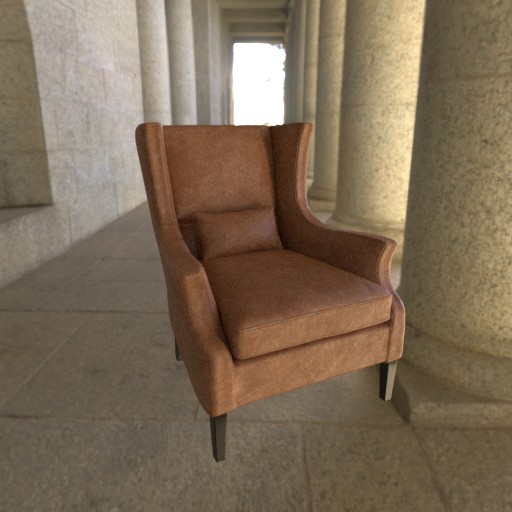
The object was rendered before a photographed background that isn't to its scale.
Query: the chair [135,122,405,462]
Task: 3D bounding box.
[{"bbox_3d":[0.000,0.000,1.759,0.853,1.016,0.926,-8,19,-26],"label":"chair"}]
